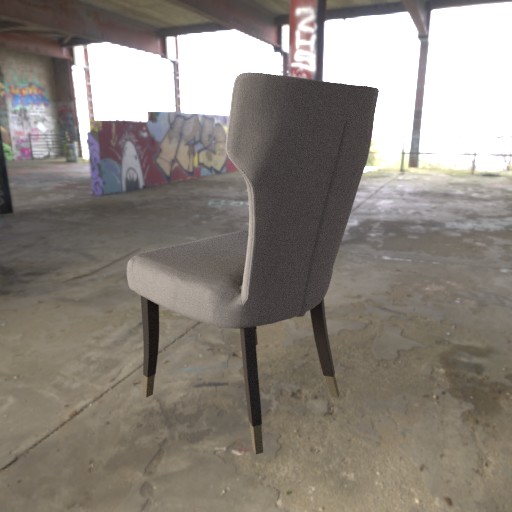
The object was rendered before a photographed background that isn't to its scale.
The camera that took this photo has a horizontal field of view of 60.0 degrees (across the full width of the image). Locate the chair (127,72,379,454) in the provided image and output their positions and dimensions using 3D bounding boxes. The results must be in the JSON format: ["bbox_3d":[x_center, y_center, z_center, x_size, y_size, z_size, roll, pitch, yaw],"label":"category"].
[{"bbox_3d":[0.000,0.000,1.313,0.630,0.950,0.526,15,22,42],"label":"chair"}]
